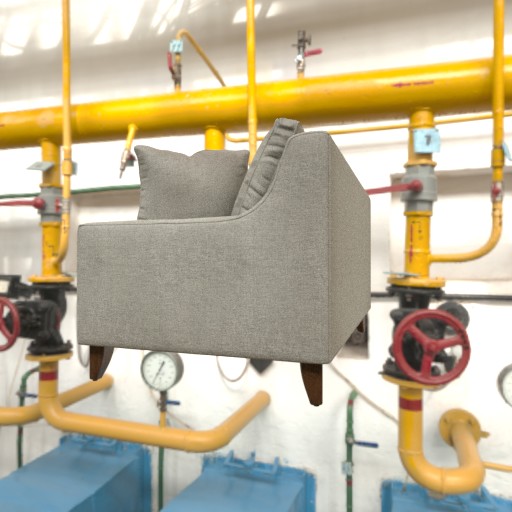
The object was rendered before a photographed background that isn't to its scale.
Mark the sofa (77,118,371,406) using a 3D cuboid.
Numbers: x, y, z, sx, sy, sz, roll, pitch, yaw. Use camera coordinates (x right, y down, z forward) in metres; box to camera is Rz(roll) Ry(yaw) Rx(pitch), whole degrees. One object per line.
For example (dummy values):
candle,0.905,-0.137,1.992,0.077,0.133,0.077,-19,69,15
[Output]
sofa,0.000,0.000,2.025,0.915,0.863,1.422,0,0,19
